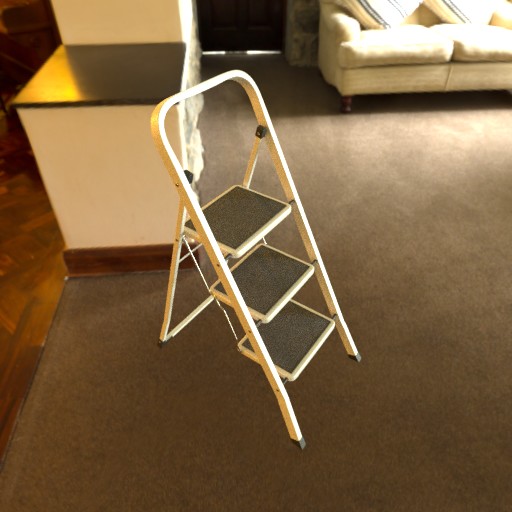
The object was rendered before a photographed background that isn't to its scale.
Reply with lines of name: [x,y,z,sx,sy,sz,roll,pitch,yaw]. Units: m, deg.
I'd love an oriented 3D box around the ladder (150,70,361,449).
ladder: [0.000,0.000,1.451,0.711,1.050,0.460,25,46,26]
